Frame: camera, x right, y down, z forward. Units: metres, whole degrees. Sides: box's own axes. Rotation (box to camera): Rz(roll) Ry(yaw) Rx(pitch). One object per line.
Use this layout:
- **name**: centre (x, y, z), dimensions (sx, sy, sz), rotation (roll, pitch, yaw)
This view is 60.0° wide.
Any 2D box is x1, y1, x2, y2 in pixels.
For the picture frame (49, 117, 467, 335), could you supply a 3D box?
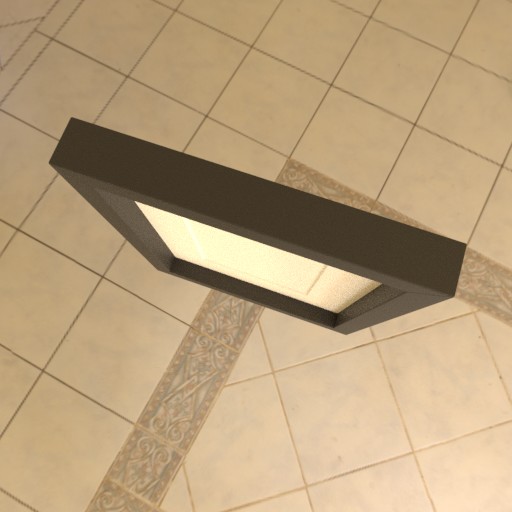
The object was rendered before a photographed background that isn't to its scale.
- **picture frame**: centre (0.000, 0.000, 0.382), dimensions (0.232, 0.284, 0.042), rotation (19, 77, 5)
